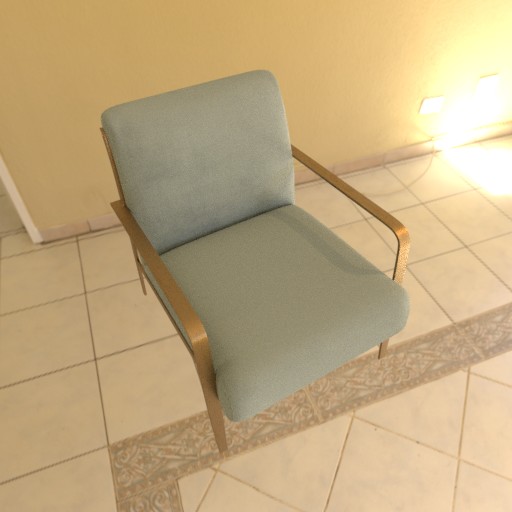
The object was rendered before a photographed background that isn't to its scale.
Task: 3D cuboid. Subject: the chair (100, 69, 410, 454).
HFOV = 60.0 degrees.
[{"bbox_3d":[0.000,0.000,1.453,0.701,0.824,0.842,-23,50,-21],"label":"chair"}]
